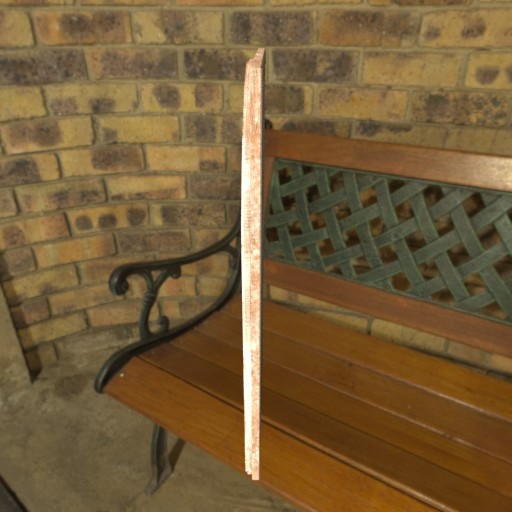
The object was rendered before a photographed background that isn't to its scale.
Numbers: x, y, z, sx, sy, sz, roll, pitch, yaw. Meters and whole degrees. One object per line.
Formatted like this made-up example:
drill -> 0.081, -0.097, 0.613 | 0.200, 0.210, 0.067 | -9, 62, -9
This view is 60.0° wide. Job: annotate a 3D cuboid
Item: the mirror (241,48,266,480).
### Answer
mirror -> 0.000, 0.000, 0.952 | 0.058, 0.787, 0.495 | 1, 28, 1
